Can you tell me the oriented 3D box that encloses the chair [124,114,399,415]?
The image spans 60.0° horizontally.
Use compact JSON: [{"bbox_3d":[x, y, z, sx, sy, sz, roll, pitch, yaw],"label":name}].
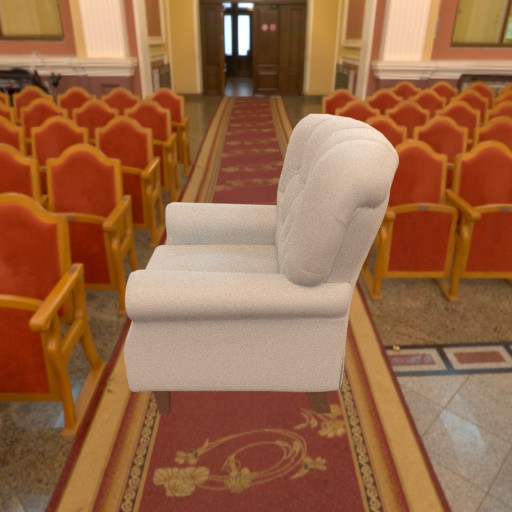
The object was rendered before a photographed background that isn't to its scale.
[{"bbox_3d":[0.000,0.000,2.110,1.128,1.217,1.090,0,26,0],"label":"chair"}]
